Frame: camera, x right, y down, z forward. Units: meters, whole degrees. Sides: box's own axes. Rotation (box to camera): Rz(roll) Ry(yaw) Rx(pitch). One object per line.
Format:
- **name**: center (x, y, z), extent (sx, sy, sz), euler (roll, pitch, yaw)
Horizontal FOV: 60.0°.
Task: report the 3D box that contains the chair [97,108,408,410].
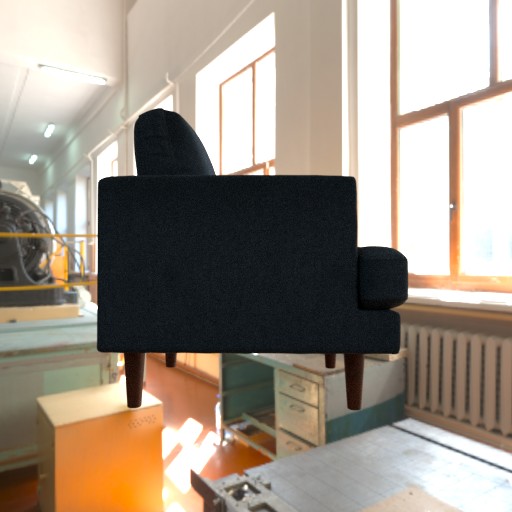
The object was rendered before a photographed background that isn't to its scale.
- **chair**: center (0.000, 0.000, 1.666), extent (0.899, 0.957, 0.858), euler (0, -1, 2)
